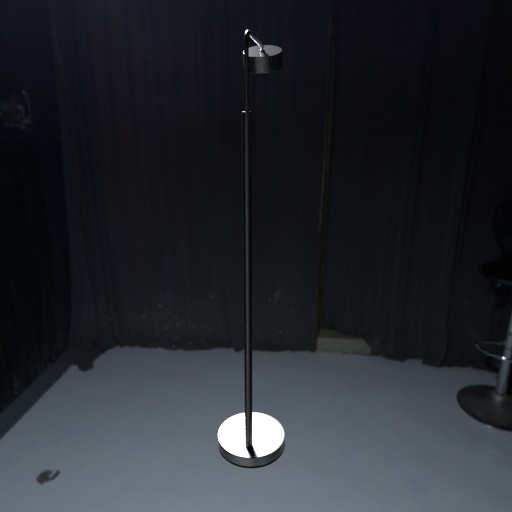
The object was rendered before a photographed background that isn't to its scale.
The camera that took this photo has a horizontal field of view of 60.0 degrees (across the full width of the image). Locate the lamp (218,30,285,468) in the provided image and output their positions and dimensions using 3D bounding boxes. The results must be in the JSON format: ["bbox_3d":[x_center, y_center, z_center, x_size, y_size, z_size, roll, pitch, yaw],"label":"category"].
[{"bbox_3d":[0.000,0.000,1.383,0.222,1.250,0.421,3,18,8],"label":"lamp"}]
